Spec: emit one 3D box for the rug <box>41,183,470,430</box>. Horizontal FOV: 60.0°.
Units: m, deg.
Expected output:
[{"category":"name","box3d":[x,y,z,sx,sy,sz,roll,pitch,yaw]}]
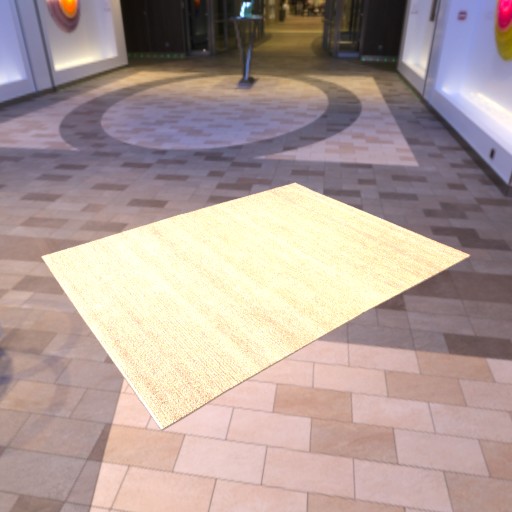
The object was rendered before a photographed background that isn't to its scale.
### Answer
[{"category":"rug","box3d":[0.000,0.000,4.189,3.245,0.046,2.467,-21,36,-32]}]
